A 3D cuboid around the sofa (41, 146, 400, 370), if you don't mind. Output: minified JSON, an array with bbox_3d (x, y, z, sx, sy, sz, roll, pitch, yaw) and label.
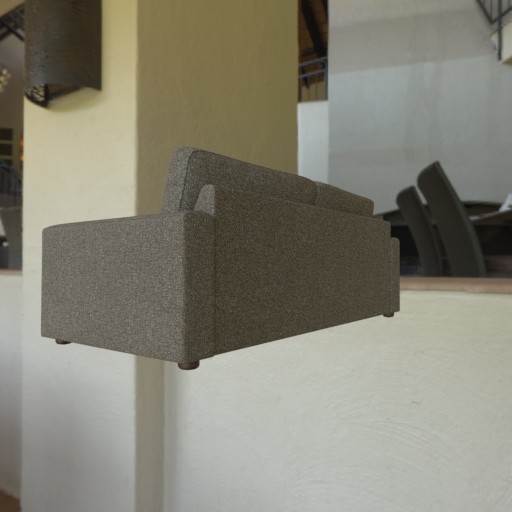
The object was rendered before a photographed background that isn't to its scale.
[{"bbox_3d":[0.000,0.000,2.698,1.016,0.873,2.179,-1,-1,37],"label":"sofa"}]
